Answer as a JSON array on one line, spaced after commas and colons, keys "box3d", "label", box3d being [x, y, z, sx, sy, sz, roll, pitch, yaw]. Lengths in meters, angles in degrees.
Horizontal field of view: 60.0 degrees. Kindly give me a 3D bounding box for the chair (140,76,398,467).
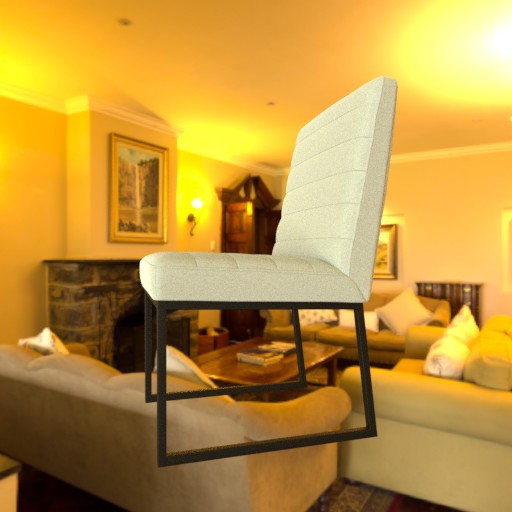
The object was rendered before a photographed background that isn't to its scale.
[{"box3d": [0.000, 0.000, 1.283, 0.634, 0.930, 0.520, 0, 0, -17], "label": "chair"}]
